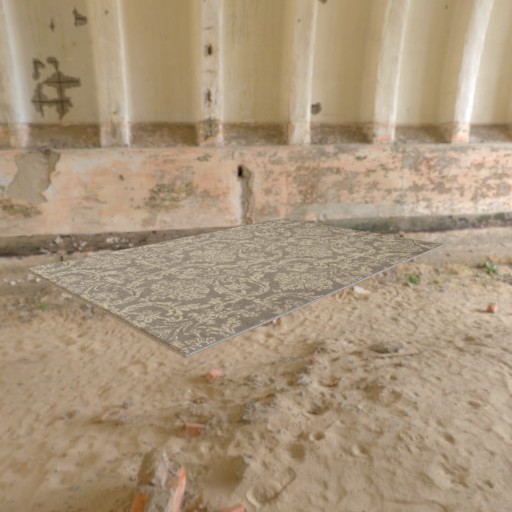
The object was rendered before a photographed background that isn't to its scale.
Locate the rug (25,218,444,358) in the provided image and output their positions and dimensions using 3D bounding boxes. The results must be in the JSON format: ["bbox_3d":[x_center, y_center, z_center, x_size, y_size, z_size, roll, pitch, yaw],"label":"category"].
[{"bbox_3d":[0.000,0.000,3.425,1.819,0.018,2.746,14,21,42],"label":"rug"}]
